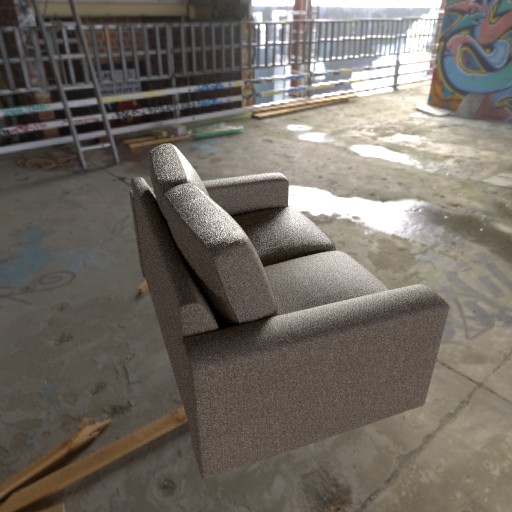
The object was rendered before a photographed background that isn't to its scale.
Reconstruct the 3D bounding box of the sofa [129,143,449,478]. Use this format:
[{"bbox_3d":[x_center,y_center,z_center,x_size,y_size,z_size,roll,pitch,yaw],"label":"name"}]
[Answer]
[{"bbox_3d":[0.000,0.000,2.197,1.016,0.873,1.616,-10,31,-18],"label":"sofa"}]
